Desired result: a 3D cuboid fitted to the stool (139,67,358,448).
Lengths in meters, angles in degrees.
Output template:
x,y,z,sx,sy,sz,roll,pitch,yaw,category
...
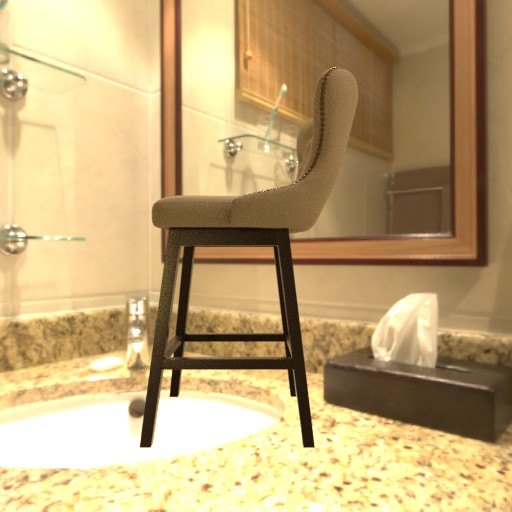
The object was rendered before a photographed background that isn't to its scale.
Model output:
x,y,z,sx,sy,sz,roll,pitch,yaw,category
0.000,0.000,1.334,0.593,0.971,0.528,0,0,0,stool
